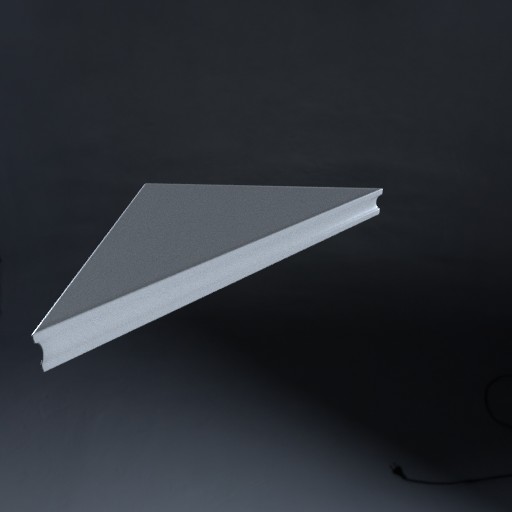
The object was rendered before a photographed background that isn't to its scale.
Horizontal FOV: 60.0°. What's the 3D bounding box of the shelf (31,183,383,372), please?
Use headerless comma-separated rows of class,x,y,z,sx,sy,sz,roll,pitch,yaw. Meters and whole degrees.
shelf,0.000,0.000,0.433,0.296,0.035,0.296,1,30,3
